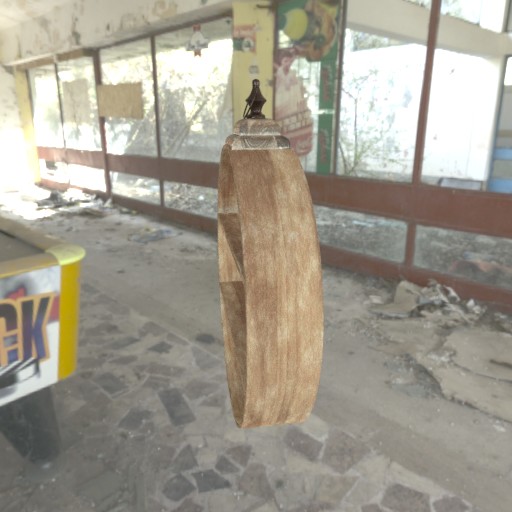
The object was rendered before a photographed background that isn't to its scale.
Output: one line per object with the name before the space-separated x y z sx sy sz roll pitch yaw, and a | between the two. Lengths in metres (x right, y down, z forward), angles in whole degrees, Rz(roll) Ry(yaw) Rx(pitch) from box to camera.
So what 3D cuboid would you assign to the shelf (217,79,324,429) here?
shelf | 0.000 0.000 0.974 0.125 0.725 0.601 -3 17 -9
